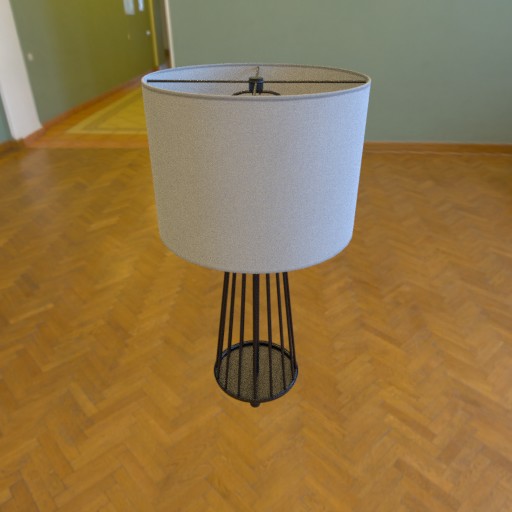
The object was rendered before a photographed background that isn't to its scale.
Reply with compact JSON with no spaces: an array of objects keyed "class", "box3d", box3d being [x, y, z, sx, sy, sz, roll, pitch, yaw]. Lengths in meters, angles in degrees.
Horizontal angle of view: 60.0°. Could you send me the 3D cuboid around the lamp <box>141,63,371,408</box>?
[{"class":"lamp","box3d":[0.000,0.000,0.781,0.322,0.593,0.322,1,30,1]}]
